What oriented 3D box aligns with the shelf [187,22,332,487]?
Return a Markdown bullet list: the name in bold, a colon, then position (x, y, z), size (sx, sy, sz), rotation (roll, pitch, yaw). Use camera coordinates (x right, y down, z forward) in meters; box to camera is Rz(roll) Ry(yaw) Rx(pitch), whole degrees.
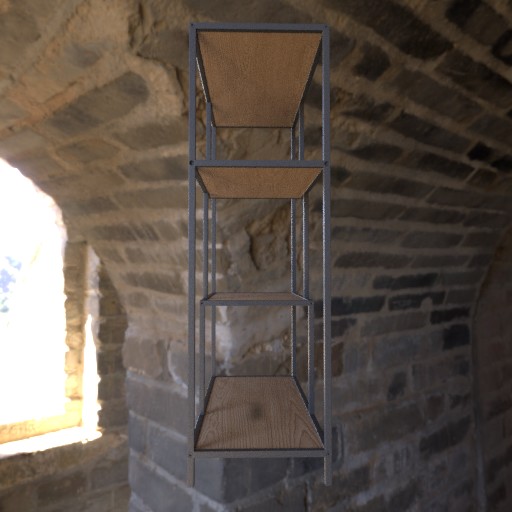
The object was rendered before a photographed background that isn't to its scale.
- **shelf**: position (0.000, 0.000, 1.472), size (0.350, 1.138, 0.770), rotation (0, -2, -1)
